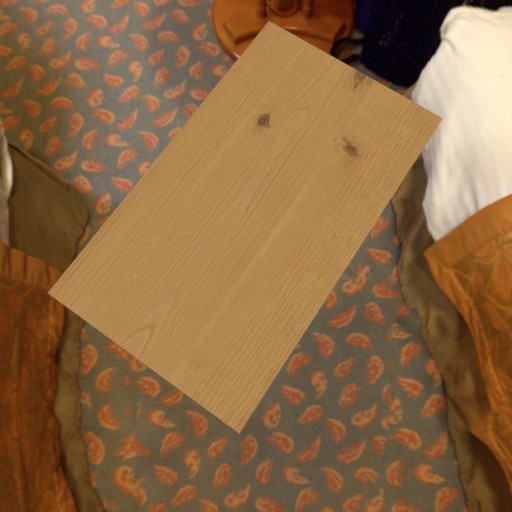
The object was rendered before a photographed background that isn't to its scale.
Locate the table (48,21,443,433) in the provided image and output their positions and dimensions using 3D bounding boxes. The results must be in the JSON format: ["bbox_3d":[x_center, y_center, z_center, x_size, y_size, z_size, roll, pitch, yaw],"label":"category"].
[{"bbox_3d":[0.000,0.000,1.028,0.351,0.673,0.597,33,77,8],"label":"table"}]
